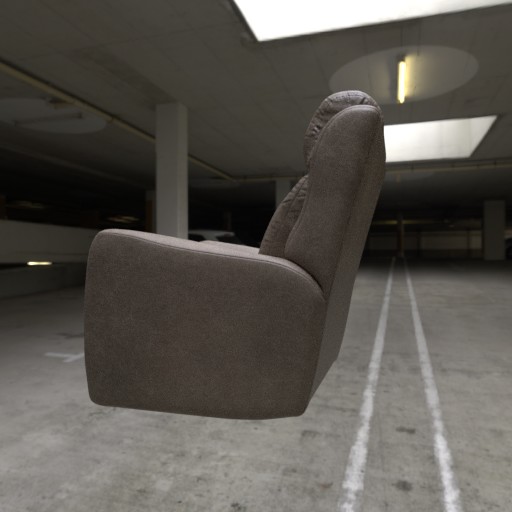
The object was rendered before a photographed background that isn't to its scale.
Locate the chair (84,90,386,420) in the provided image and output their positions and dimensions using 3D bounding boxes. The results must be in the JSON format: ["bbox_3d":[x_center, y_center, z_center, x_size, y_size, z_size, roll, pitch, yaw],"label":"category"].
[{"bbox_3d":[0.000,0.000,1.897,1.068,1.116,0.967,0,0,18],"label":"chair"}]
